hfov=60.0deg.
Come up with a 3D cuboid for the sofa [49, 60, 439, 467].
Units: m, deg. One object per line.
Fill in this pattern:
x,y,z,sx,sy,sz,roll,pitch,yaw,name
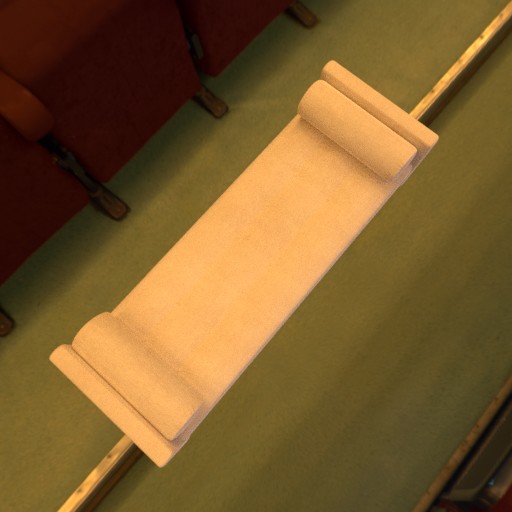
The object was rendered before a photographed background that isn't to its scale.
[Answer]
0.000,0.000,2.329,0.686,0.635,1.981,40,79,9,sofa
